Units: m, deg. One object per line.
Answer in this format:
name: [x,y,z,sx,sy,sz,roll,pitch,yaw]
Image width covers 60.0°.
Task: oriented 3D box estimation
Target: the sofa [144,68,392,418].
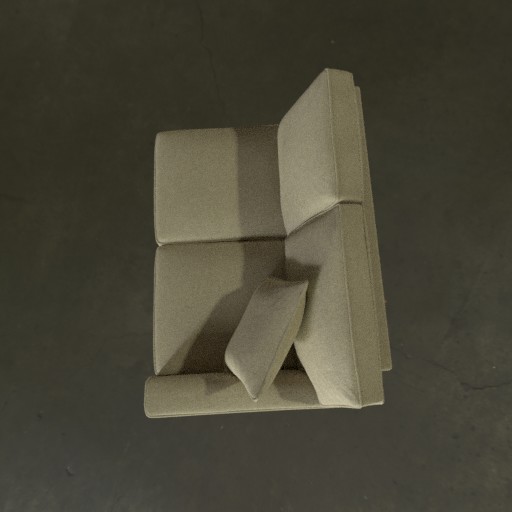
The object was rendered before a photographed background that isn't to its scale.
sofa: [0.000,0.000,2.106,0.991,0.989,1.388,-2,75,-1]
